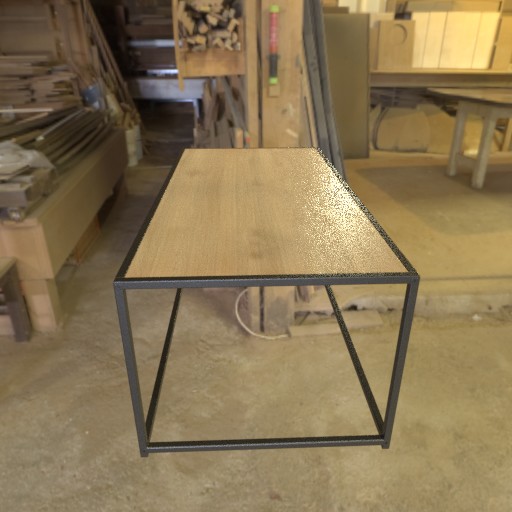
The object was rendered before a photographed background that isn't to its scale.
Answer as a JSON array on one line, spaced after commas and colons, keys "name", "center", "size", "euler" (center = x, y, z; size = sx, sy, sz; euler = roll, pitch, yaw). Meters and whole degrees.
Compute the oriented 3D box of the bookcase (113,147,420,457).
[{"name": "bookcase", "center": [0.000, 0.000, 1.253], "size": [0.500, 0.400, 1.000], "euler": [-1, 26, -2]}]
